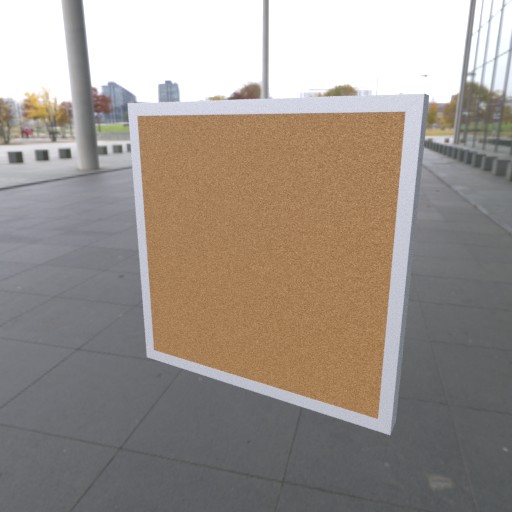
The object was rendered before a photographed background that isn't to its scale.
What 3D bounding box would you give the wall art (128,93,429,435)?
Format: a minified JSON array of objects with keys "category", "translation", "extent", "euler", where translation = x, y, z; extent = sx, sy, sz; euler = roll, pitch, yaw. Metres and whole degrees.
[{"category":"wall art","translation":[0.000,0.000,0.764],"extent":[0.507,0.508,0.038],"euler":[9,18,28]}]
